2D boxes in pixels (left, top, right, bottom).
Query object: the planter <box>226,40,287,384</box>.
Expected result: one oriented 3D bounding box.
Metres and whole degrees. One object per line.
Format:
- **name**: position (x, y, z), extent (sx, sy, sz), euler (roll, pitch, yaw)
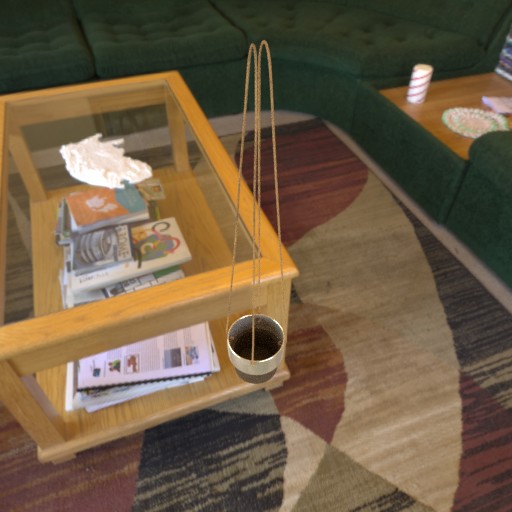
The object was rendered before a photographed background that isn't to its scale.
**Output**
- **planter**: position (0.000, 0.000, 1.166), extent (0.187, 1.073, 0.187), euler (-29, 52, -26)
